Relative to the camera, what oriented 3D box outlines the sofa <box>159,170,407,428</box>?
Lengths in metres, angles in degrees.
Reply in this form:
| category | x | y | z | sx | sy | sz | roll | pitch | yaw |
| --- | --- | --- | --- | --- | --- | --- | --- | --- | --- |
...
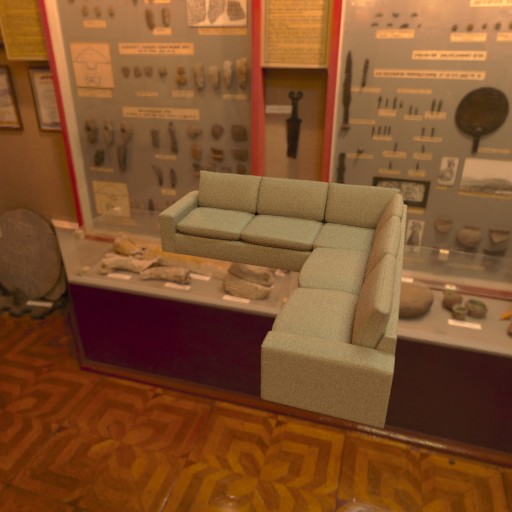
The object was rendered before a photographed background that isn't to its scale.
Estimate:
| category | x | y | z | sx | sy | sz | roll | pitch | yaw |
| --- | --- | --- | --- | --- | --- | --- | --- | --- | --- |
| sofa | 0.000 | 0.000 | 4.180 | 2.622 | 0.800 | 2.742 | 8 | 28 | 16 |
